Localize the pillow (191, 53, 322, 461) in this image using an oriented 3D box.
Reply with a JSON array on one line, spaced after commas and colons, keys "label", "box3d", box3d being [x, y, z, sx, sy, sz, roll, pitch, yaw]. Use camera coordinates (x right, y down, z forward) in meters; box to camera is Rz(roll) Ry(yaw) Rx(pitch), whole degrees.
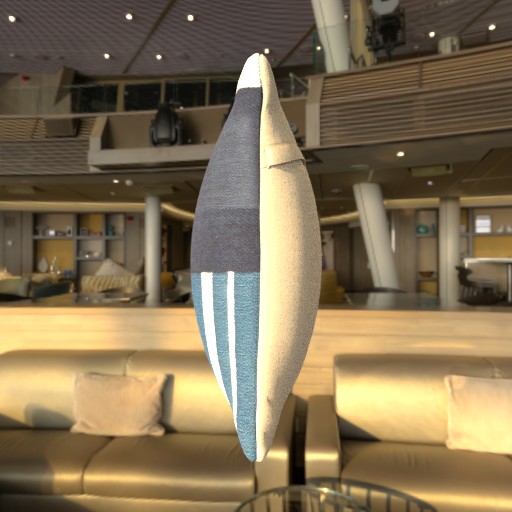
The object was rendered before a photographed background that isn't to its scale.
[{"label": "pillow", "box3d": [0.000, 0.000, 0.797, 0.229, 0.506, 0.536, 0, -1, 0]}]
